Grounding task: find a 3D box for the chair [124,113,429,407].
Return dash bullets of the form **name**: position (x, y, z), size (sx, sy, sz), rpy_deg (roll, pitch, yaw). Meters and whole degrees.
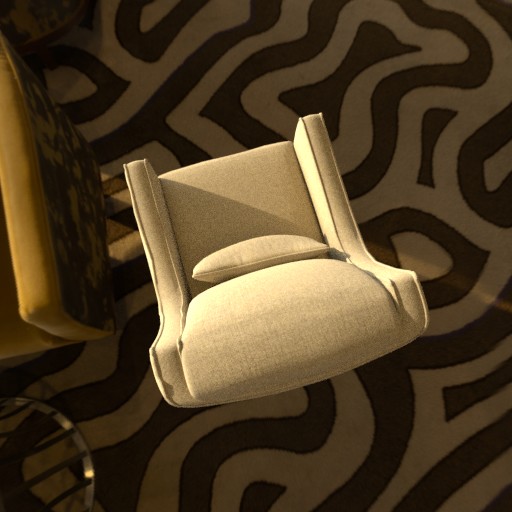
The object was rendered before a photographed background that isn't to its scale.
- **chair**: position (0.000, 0.000, 1.591), size (0.732, 0.993, 0.879), rpy_deg (-16, 77, -4)
